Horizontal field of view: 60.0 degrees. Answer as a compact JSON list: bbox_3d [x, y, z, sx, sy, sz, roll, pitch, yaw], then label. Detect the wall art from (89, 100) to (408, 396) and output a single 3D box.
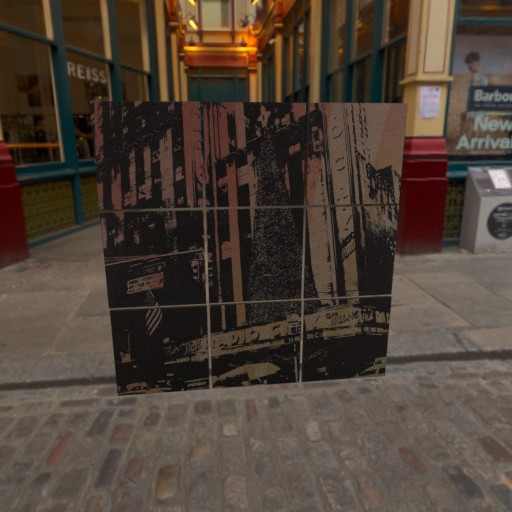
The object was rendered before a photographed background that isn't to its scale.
[{"bbox_3d":[0.000,0.000,2.315,1.527,1.521,0.017,-2,16,-7],"label":"wall art"}]
